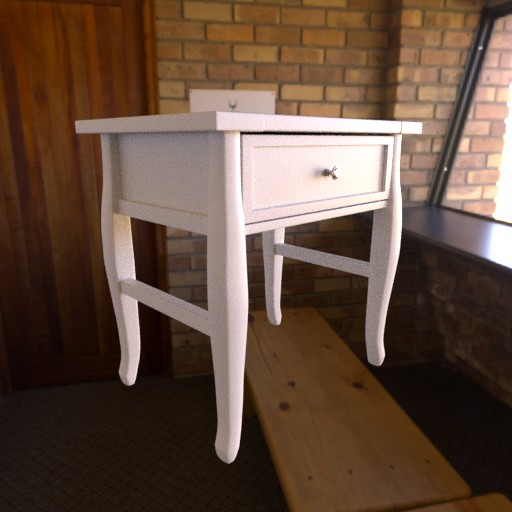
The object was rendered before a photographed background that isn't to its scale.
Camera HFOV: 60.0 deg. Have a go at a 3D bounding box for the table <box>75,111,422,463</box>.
[{"bbox_3d":[0.000,0.000,1.036,0.599,0.605,0.463,-14,20,-42],"label":"table"}]
